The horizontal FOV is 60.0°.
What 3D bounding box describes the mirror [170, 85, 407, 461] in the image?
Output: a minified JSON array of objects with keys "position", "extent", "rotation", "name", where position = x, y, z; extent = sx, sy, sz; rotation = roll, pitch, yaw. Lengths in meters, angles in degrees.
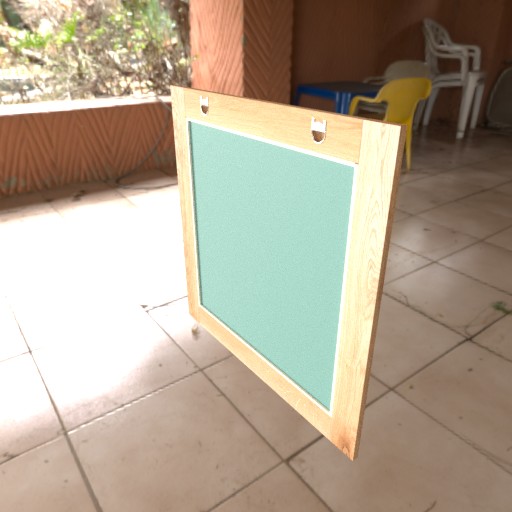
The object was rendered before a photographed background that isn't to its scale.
[{"position":[0.000,0.000,1.193],"extent":[0.020,0.800,0.800],"rotation":[-19,32,-33],"name":"mirror"}]
